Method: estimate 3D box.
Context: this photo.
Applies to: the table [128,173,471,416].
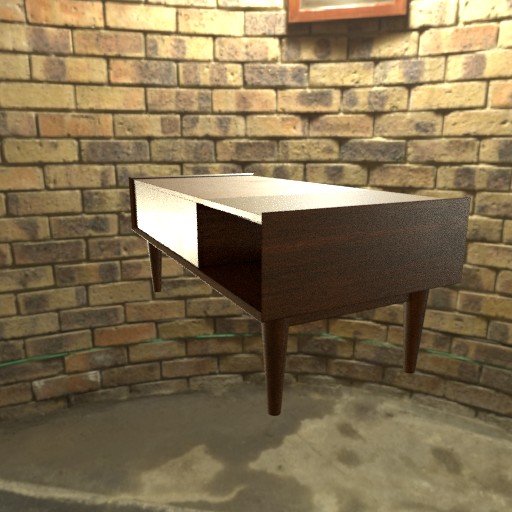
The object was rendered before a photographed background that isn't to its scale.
[{"bbox_3d":[0.000,0.000,1.588,0.610,0.508,1.221,-7,15,-27],"label":"table"}]
